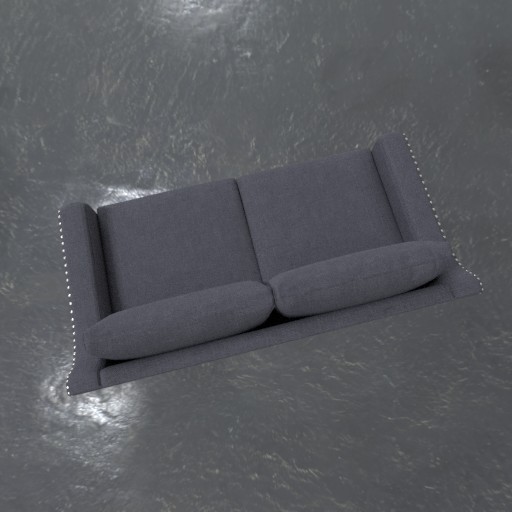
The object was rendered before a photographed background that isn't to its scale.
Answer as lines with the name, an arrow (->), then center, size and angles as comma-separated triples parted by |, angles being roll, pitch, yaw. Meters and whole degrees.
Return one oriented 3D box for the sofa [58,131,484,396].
sofa -> 0.000, 0.000, 3.169 | 2.550, 1.196, 1.336 | -13, 74, -4
